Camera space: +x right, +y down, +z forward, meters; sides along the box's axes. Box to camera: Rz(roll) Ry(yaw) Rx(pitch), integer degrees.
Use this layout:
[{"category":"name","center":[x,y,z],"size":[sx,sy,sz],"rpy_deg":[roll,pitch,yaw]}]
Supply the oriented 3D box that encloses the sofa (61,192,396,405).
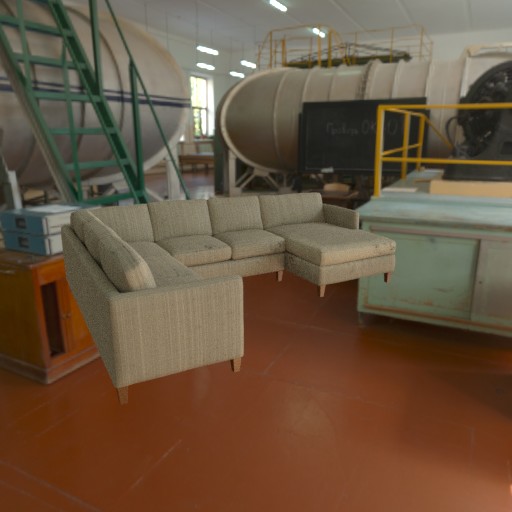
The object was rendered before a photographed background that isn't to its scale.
[{"category":"sofa","center":[0.000,0.000,4.589],"size":[3.460,0.961,2.594],"rpy_deg":[-8,18,-28]}]
